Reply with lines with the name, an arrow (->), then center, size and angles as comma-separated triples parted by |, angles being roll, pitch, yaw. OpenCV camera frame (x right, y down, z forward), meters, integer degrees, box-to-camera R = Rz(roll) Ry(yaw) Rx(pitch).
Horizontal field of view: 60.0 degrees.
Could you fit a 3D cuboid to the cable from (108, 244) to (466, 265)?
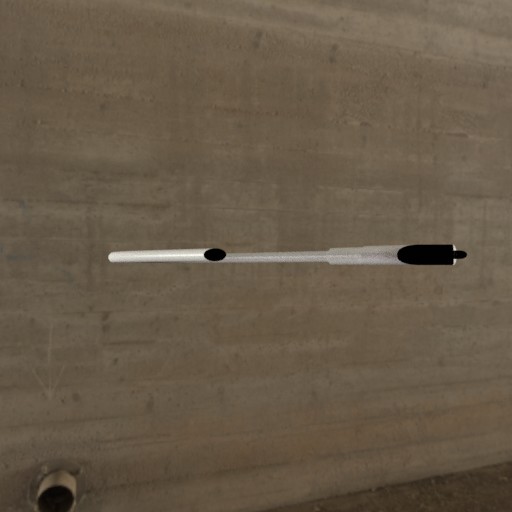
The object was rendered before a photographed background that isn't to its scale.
cable -> 0.000, 0.000, 0.111 | 0.098, 0.005, 0.041 | -1, -2, 36
